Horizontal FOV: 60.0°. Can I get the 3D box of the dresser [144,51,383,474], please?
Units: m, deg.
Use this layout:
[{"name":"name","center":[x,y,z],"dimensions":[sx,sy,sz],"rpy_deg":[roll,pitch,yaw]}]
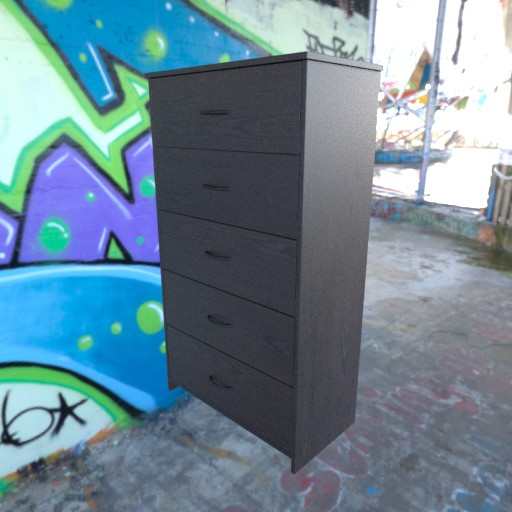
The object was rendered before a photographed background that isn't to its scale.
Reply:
[{"name":"dresser","center":[0.000,0.000,1.608],"dimensions":[0.704,1.254,0.418],"rpy_deg":[15,22,41]}]
